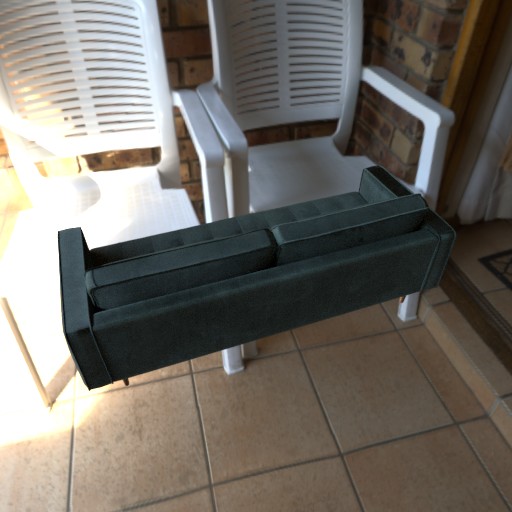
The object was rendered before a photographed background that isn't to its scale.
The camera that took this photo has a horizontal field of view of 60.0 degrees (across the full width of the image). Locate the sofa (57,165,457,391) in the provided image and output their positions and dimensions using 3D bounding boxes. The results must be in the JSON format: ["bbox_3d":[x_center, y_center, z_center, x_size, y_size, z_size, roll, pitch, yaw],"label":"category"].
[{"bbox_3d":[0.000,0.000,2.714,2.214,0.781,0.886,-14,43,-15],"label":"sofa"}]
